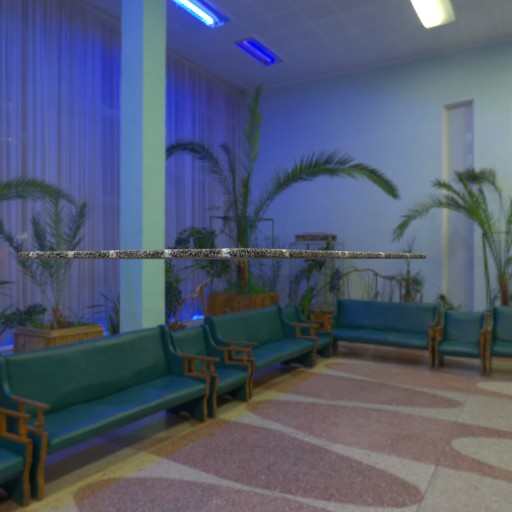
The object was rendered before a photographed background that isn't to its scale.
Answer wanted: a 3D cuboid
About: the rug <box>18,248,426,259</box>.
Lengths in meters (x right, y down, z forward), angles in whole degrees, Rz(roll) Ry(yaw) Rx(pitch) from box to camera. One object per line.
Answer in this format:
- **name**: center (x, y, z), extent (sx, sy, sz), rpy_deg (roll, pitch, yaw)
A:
- **rug**: center (0.000, 0.000, 2.245), extent (1.219, 0.030, 1.778), rpy_deg (0, 0, 35)
